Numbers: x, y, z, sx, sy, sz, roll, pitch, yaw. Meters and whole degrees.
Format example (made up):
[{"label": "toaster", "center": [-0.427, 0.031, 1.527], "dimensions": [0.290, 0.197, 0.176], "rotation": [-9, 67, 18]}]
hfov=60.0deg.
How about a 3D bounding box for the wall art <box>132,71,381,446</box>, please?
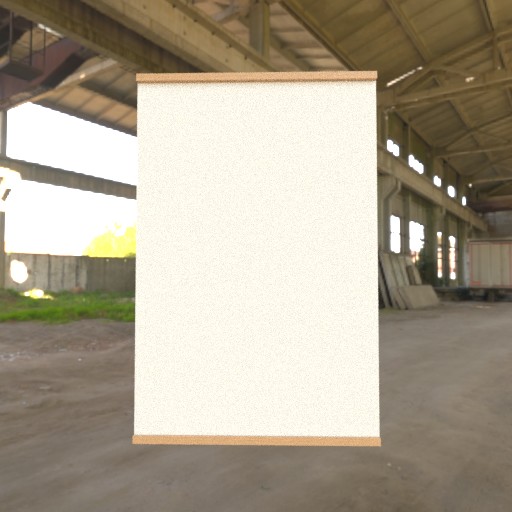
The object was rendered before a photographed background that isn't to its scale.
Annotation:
[{"label": "wall art", "center": [0.000, 0.000, 1.226], "dimensions": [0.669, 1.020, 0.027], "rotation": [0, -2, 1]}]
